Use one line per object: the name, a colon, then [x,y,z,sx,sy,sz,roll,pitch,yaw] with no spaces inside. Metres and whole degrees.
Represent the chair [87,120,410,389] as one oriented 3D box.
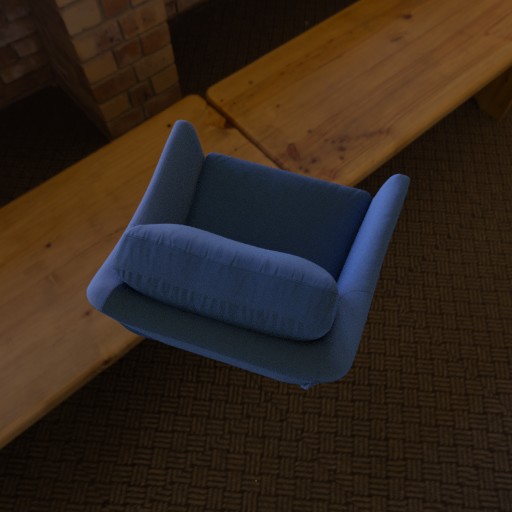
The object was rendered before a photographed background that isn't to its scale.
chair: [0.000,0.000,1.732,0.987,0.899,0.961,16,64,8]
